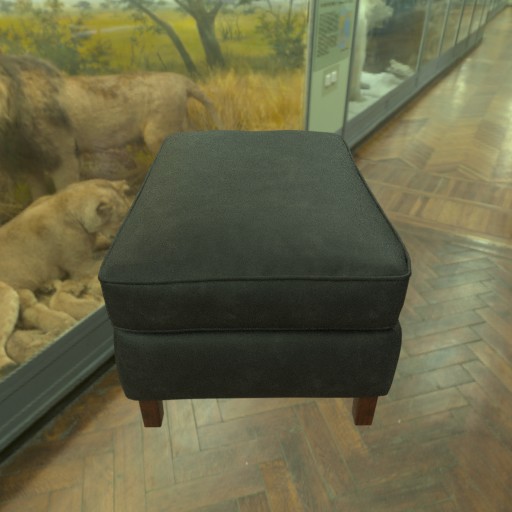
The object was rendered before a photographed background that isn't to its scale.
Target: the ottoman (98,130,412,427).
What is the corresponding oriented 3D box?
[{"bbox_3d":[0.000,0.000,0.986,0.501,0.413,0.665,0,33,0],"label":"ottoman"}]
